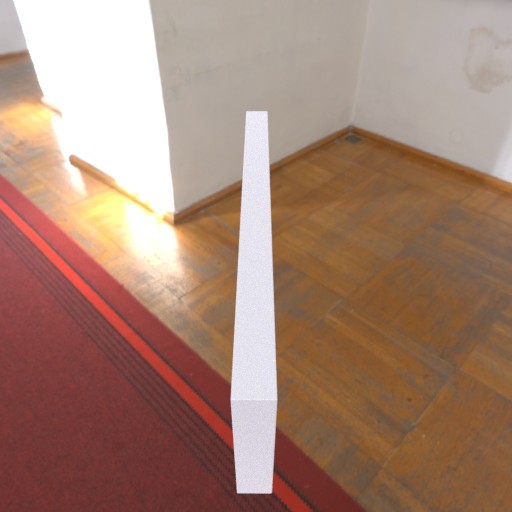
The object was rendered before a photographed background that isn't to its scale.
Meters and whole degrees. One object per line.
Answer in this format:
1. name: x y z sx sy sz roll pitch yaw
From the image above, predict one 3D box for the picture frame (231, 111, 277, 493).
1. picture frame: 0.000 0.000 0.845 0.050 0.250 0.759 0 41 0
